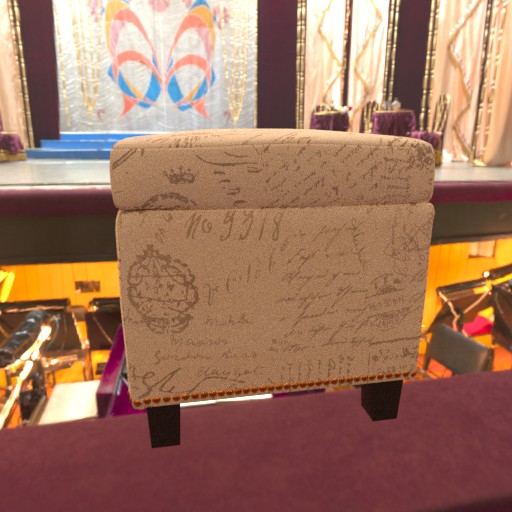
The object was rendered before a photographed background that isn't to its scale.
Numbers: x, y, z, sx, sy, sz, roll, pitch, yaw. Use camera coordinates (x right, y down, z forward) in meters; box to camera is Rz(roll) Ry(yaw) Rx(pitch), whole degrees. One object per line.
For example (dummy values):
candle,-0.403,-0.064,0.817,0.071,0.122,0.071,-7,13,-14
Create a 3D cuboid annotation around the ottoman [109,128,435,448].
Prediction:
ottoman,0.000,0.000,0.829,0.449,0.457,0.450,-3,15,-10
